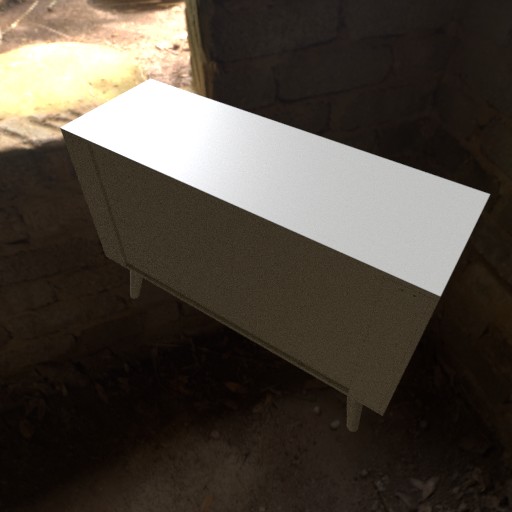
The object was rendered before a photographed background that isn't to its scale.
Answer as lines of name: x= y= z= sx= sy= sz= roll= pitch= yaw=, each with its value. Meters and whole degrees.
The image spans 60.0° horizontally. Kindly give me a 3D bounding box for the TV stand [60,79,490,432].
TV stand: x=0.000 y=0.000 z=1.557 sx=1.193 sy=0.812 sz=0.406 roll=26 pitch=52 yaw=22
